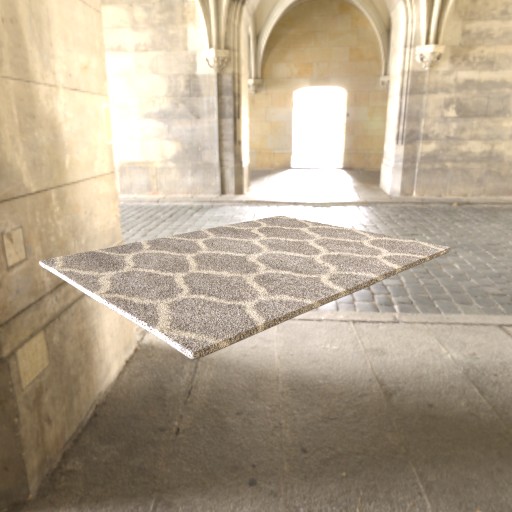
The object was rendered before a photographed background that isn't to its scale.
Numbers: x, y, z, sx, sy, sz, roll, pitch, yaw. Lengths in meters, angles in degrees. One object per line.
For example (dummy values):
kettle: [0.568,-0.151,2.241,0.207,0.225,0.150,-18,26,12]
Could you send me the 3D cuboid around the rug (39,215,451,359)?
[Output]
rug: [0.000,0.000,2.128,1.600,0.025,1.200,-15,22,-41]
